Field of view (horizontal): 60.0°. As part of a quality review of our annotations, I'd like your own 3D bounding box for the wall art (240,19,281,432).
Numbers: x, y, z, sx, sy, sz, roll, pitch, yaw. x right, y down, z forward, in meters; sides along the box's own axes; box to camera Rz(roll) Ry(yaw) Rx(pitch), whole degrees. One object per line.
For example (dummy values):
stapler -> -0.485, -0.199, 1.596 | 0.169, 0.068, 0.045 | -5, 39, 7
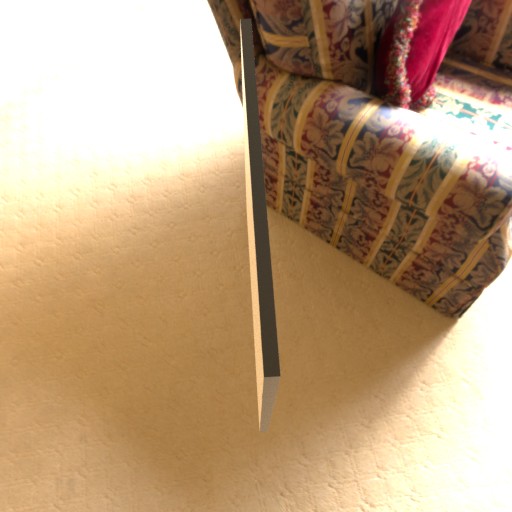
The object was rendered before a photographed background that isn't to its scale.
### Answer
wall art -> 0.000, 0.000, 0.656 | 0.014, 0.445, 0.446 | -3, 63, -2
